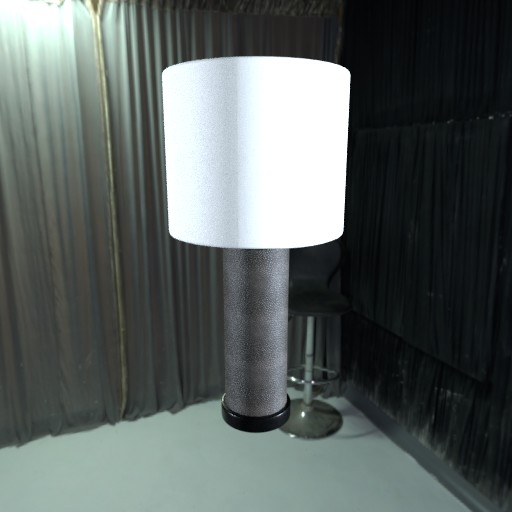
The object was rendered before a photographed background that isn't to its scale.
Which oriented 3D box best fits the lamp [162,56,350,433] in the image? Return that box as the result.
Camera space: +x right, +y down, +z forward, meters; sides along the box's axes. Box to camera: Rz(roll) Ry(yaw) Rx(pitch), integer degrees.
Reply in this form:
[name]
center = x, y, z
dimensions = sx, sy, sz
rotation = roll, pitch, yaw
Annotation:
[lamp]
center = 0.000, 0.000, 0.804
dimensions = 0.305, 0.634, 0.305
rotation = -6, 15, -26
